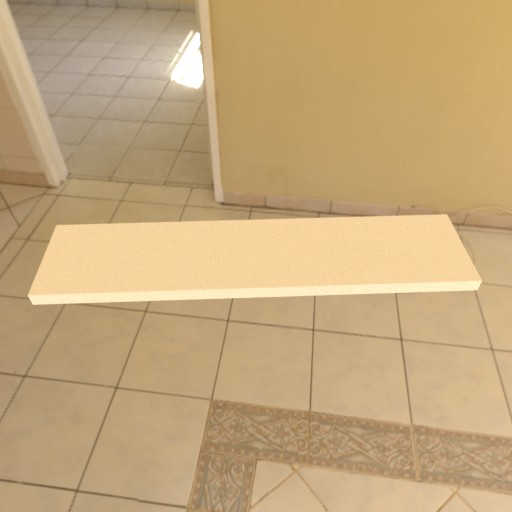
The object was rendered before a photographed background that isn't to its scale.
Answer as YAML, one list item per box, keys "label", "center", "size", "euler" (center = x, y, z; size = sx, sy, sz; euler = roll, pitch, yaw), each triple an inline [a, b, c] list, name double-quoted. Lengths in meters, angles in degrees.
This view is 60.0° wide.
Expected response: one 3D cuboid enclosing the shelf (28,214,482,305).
- label: "shelf"
  center: [0.000, 0.000, 0.649]
  size: [0.610, 0.020, 0.140]
  euler: [-2, 46, -2]
